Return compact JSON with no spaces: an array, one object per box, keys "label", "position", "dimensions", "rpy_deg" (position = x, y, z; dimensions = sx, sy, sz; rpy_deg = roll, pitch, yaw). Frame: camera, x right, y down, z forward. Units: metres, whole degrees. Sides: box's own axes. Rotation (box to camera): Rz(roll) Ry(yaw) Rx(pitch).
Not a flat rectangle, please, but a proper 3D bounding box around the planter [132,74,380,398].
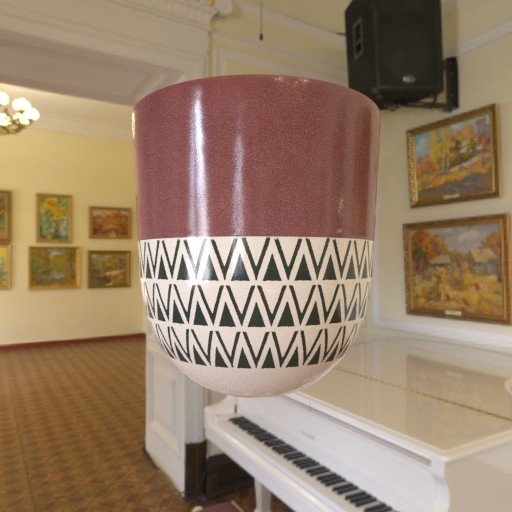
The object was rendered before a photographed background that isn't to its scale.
[{"label":"planter","position":[0.000,0.000,0.359],"dimensions":[0.195,0.214,0.195],"rpy_deg":[0,-1,0]}]
